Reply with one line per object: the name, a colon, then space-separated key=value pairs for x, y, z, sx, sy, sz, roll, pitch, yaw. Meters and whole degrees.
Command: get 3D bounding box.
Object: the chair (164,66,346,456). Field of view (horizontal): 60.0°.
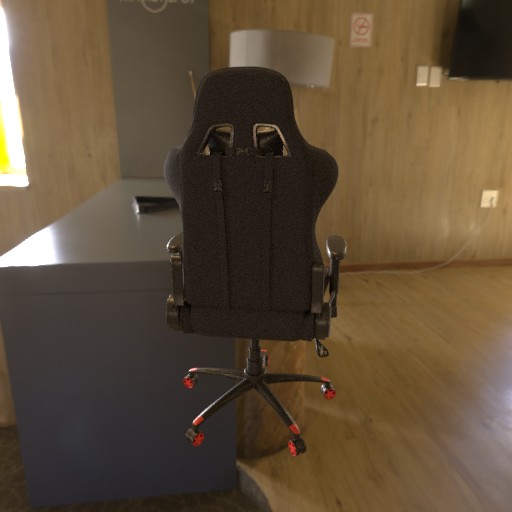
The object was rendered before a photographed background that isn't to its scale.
chair: x=0.000 y=0.000 z=1.746 sx=0.695 sy=1.326 sz=0.658 roll=2 pitch=17 yaw=7
